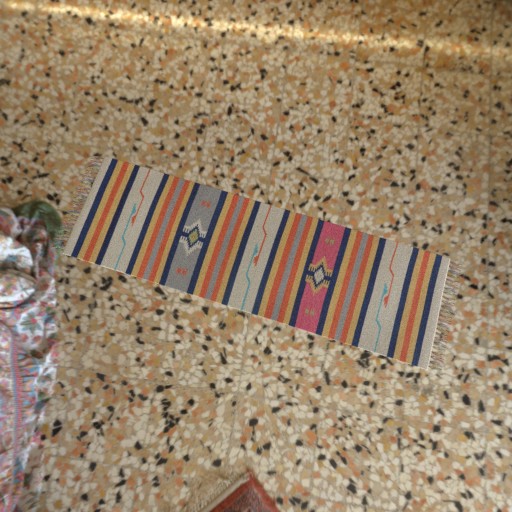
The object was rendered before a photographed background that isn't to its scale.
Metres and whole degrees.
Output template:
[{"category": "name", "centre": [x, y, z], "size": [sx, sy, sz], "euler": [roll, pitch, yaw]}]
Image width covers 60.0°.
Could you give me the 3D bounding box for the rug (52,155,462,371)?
[{"category": "rug", "centre": [0.000, 0.000, 2.728], "size": [2.455, 0.017, 0.695], "euler": [17, 76, 4]}]
